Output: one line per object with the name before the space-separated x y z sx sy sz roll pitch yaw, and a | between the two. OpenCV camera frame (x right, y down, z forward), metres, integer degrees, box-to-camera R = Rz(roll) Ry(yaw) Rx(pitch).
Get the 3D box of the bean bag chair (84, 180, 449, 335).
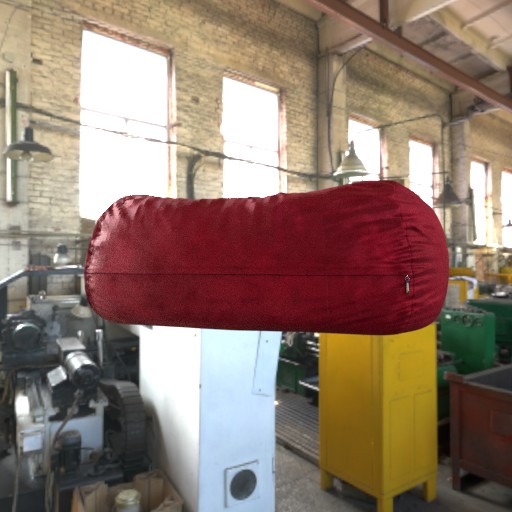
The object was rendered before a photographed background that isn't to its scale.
bean bag chair | 0.000 0.000 2.855 2.293 0.867 1.216 0 -1 17
